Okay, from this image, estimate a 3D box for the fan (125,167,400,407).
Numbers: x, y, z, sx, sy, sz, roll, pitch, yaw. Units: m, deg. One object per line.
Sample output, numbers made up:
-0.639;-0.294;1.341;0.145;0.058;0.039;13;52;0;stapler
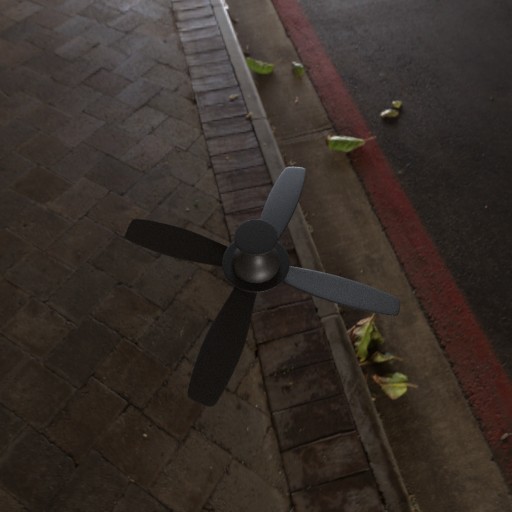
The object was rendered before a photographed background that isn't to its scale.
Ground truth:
0.000;0.000;2.532;1.694;0.382;1.694;16;58;10;fan
